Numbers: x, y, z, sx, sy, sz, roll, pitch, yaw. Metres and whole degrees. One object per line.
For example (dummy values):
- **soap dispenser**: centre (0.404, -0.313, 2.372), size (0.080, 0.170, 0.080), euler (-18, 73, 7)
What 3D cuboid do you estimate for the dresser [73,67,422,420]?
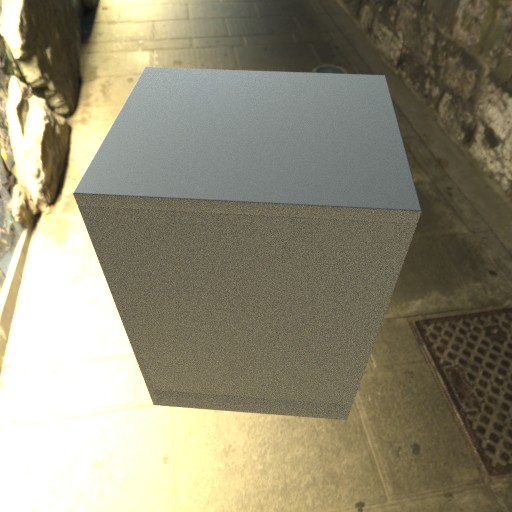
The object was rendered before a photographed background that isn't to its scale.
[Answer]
- **dresser**: centre (0.000, 0.000, 0.831), size (0.400, 0.560, 0.360), euler (3, 47, 3)
